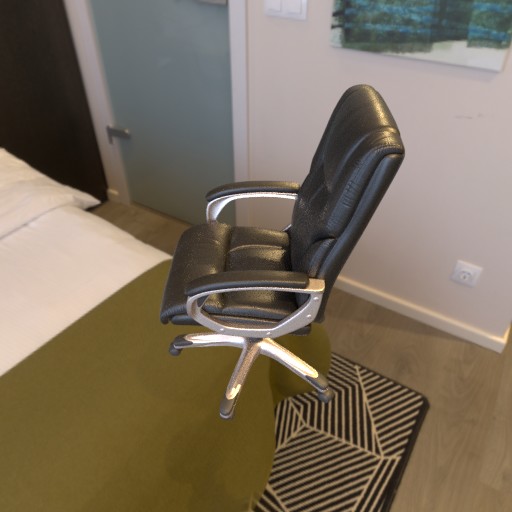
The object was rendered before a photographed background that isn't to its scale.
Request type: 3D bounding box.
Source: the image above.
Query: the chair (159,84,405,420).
[{"bbox_3d":[0.000,0.000,1.637,0.780,1.145,0.700,1,39,1],"label":"chair"}]
